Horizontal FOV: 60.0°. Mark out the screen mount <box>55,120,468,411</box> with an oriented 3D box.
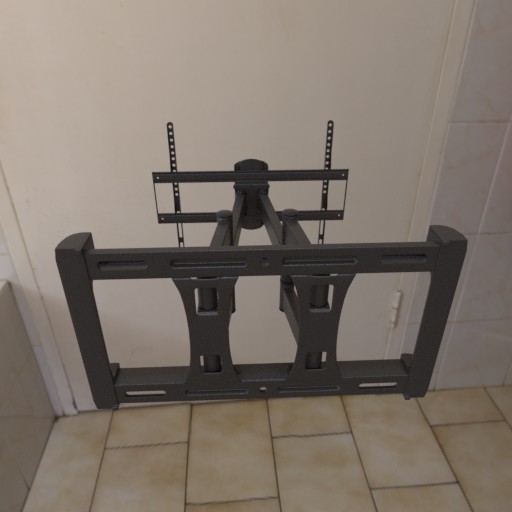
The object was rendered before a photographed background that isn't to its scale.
[{"bbox_3d":[0.000,0.000,0.931,0.571,0.424,0.556,-1,31,-2],"label":"screen mount"}]
